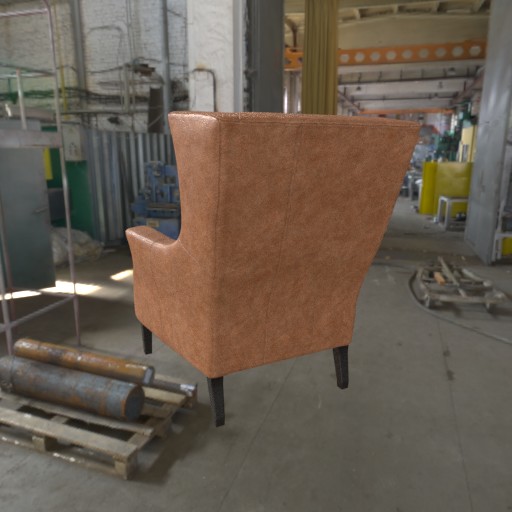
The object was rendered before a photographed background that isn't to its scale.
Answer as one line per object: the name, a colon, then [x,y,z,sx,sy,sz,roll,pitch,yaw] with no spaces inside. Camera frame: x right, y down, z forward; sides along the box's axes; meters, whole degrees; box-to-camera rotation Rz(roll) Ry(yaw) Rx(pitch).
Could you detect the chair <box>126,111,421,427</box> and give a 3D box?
chair: [0.000,0.000,1.707,0.853,1.016,0.926,-7,15,-26]
